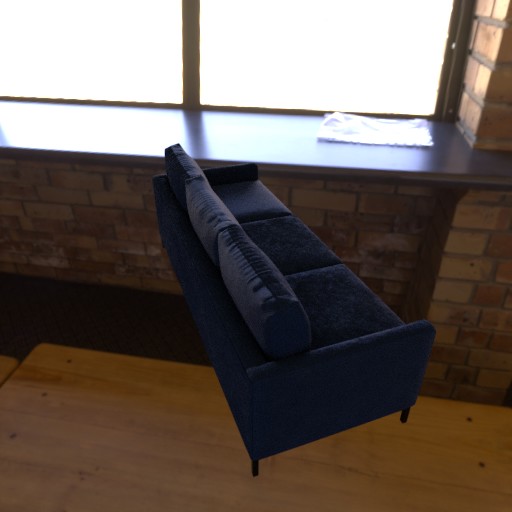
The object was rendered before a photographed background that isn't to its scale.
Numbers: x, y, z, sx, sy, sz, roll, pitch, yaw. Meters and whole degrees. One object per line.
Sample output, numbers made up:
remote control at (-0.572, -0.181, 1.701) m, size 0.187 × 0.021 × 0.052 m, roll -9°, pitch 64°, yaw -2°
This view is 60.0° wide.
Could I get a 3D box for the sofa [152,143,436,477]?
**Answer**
sofa at (0.000, 0.000, 2.741) m, size 0.875 × 0.879 × 2.252 m, roll -11°, pitch 33°, yaw -18°
